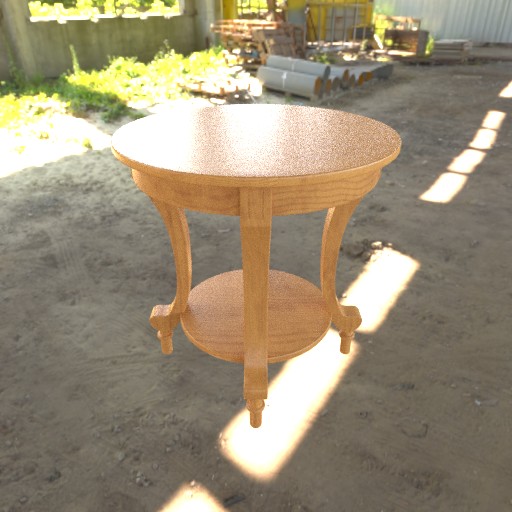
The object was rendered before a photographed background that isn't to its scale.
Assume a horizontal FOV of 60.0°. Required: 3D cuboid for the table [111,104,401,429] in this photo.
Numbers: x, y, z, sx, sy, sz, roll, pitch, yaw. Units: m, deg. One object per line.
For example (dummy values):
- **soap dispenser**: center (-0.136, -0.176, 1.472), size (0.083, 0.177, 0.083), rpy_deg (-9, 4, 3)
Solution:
- **table**: center (0.000, 0.000, 1.093), size (0.597, 0.612, 0.597), rpy_deg (0, 29, 0)
